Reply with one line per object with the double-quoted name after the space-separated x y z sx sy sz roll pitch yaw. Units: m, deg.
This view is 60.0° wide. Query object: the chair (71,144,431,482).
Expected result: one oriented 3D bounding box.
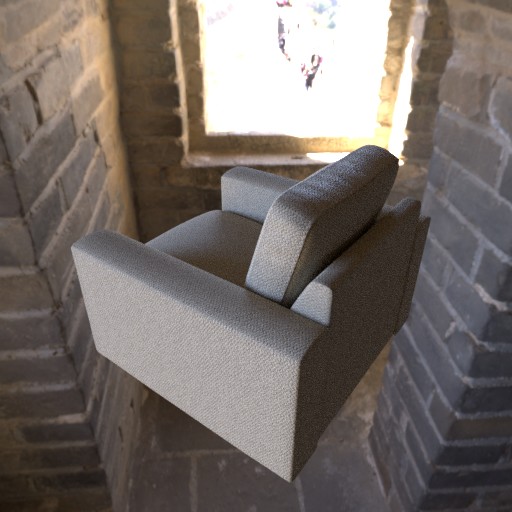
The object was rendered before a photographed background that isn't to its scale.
0.000 0.000 1.754 1.016 0.873 1.005 22 38 30 "chair"
